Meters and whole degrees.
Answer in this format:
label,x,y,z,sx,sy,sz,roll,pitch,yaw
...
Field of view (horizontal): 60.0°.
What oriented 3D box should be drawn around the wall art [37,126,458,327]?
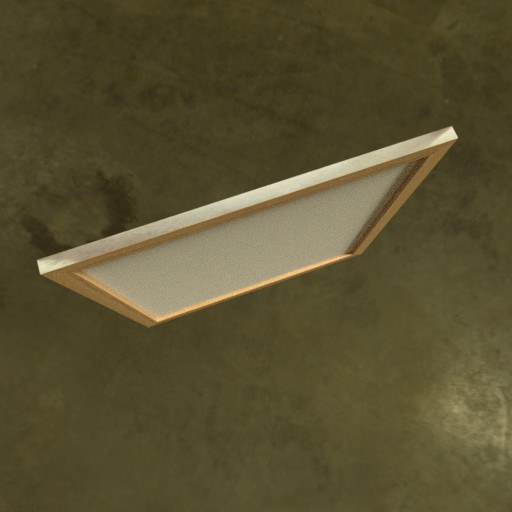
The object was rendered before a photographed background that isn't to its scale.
label,x,y,z,sx,sy,sz,roll,pitch,yaw
wall art,0.000,0.000,1.133,0.762,0.762,0.027,-19,75,-5
